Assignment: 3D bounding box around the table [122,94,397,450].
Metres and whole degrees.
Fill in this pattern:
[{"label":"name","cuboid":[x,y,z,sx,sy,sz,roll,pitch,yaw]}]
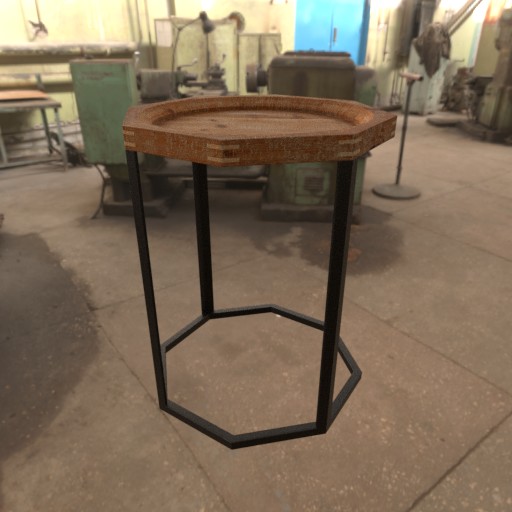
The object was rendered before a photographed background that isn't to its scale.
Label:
[{"label":"table","cuboid":[0.000,0.000,0.864,0.458,0.543,0.458,-17,31,-30]}]
